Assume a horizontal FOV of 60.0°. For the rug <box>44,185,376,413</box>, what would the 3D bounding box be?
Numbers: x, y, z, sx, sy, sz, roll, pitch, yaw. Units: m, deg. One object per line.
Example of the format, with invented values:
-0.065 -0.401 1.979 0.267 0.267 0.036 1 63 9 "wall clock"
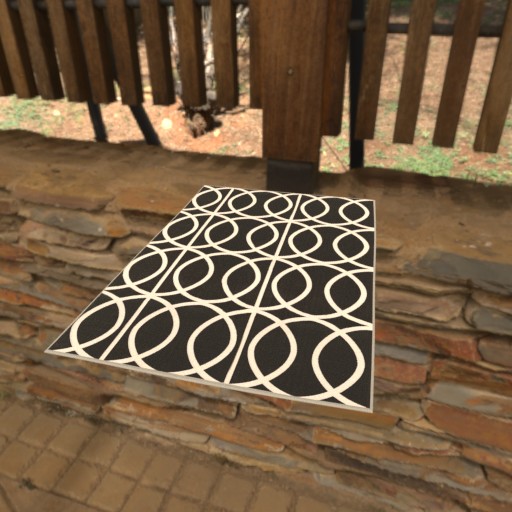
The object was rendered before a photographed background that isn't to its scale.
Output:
0.000 0.000 2.904 1.528 0.014 2.294 7 30 12 "rug"
